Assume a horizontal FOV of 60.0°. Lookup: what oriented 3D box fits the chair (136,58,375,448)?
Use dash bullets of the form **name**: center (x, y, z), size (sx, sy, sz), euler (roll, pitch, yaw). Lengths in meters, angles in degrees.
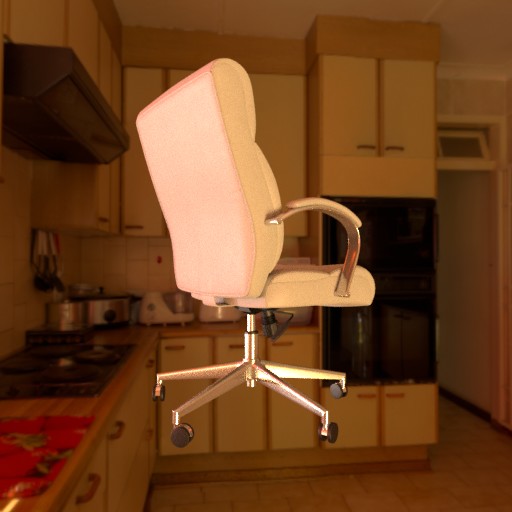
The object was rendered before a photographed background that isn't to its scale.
- **chair**: center (0.000, 0.000, 1.571), size (0.745, 1.099, 0.727), euler (0, 0, -36)
